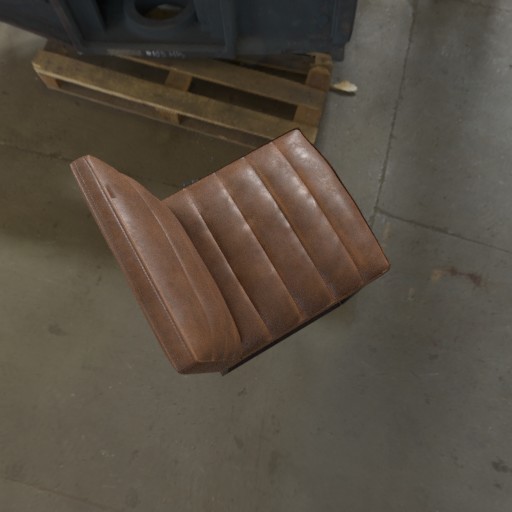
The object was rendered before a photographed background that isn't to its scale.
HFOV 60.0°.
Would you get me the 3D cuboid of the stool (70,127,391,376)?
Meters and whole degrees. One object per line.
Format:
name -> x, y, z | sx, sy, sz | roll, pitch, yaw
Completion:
stool -> 0.000, 0.000, 1.239 | 0.562, 0.942, 0.463 | -29, 77, -8
